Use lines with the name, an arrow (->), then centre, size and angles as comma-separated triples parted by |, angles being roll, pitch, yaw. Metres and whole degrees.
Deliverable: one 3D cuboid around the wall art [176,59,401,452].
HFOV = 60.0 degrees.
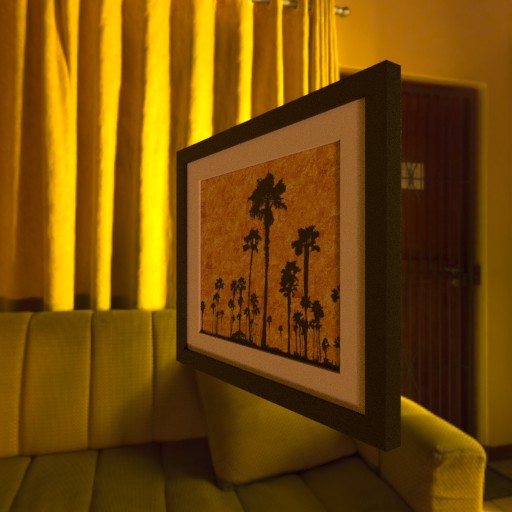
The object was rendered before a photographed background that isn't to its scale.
wall art -> 0.000, 0.000, 0.753 | 0.028, 0.460, 0.561 | 0, 0, -36
